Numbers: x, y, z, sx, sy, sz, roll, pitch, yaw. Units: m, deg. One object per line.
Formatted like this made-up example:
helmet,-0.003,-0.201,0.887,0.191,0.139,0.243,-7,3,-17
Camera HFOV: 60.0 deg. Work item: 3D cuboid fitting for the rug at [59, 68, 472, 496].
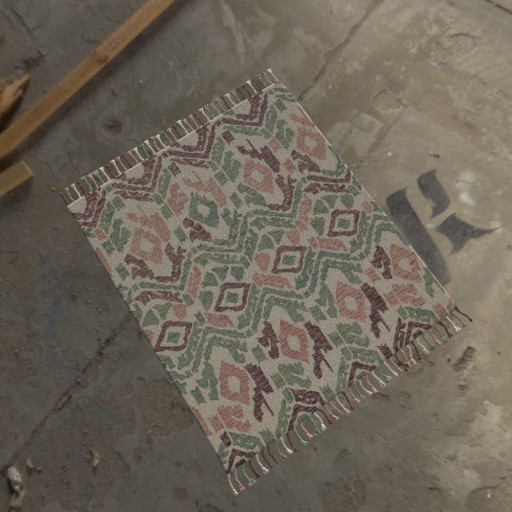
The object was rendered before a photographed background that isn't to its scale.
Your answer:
rug,0.000,0.000,3.925,2.438,0.010,3.048,-33,78,-8
